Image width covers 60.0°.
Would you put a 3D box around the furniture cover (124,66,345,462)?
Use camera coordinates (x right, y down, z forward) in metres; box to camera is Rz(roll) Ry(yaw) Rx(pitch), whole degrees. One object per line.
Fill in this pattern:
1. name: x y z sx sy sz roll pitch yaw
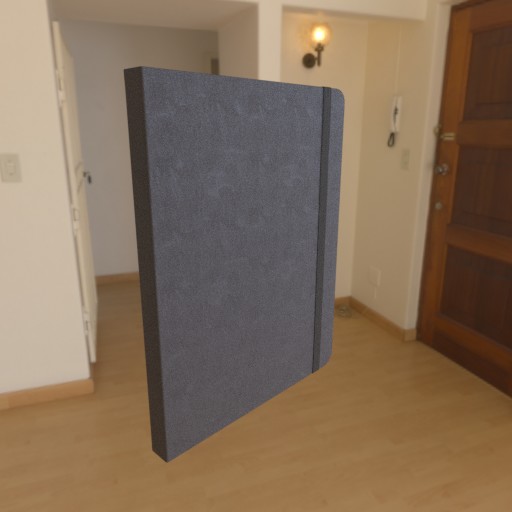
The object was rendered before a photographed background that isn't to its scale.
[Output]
1. furniture cover: 0.000 0.000 0.380 0.023 0.281 0.216 15 21 42
